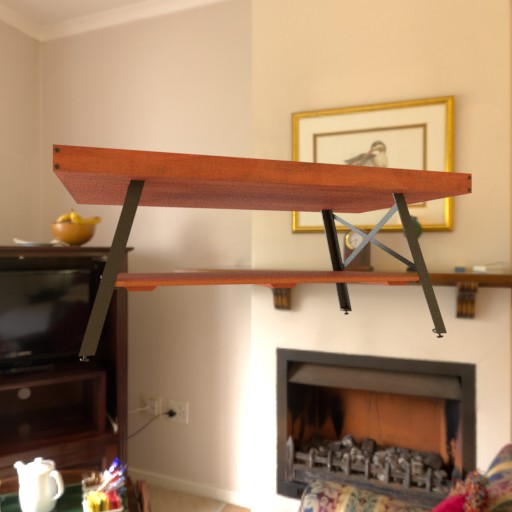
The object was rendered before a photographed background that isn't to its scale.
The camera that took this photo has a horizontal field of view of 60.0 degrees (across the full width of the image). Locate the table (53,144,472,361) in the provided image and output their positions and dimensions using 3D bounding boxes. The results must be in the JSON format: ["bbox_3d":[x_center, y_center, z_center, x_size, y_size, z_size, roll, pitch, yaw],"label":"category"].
[{"bbox_3d":[0.000,0.000,1.360,1.067,0.457,0.610,0,0,-18],"label":"table"}]
